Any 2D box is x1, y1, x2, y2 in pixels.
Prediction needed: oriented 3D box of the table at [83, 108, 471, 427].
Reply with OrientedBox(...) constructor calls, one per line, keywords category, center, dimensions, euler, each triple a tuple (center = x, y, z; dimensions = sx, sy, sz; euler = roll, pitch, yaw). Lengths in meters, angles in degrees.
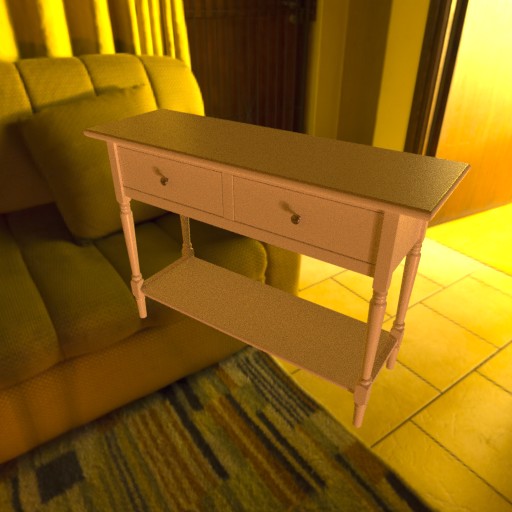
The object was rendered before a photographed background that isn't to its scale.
OrientedBox(category="table", center=(0.000, 0.000, 1.594), dimensions=(1.191, 0.814, 0.386), euler=(19, 36, 29))
